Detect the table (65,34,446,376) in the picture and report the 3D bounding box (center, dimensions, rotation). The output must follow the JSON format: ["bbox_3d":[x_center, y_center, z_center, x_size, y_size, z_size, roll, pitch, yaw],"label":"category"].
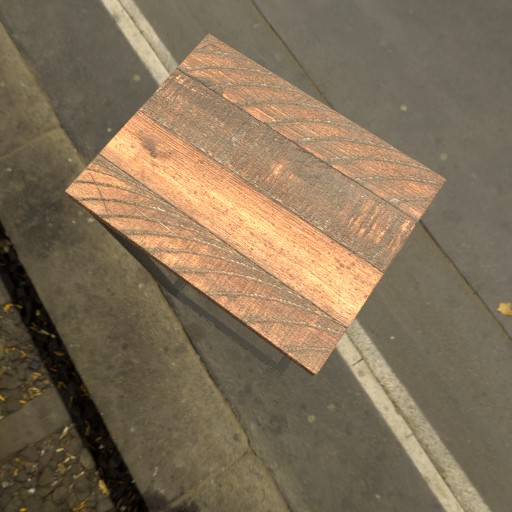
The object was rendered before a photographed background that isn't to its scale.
[{"bbox_3d":[0.000,0.000,0.951,0.414,0.718,0.323,35,77,9],"label":"table"}]
